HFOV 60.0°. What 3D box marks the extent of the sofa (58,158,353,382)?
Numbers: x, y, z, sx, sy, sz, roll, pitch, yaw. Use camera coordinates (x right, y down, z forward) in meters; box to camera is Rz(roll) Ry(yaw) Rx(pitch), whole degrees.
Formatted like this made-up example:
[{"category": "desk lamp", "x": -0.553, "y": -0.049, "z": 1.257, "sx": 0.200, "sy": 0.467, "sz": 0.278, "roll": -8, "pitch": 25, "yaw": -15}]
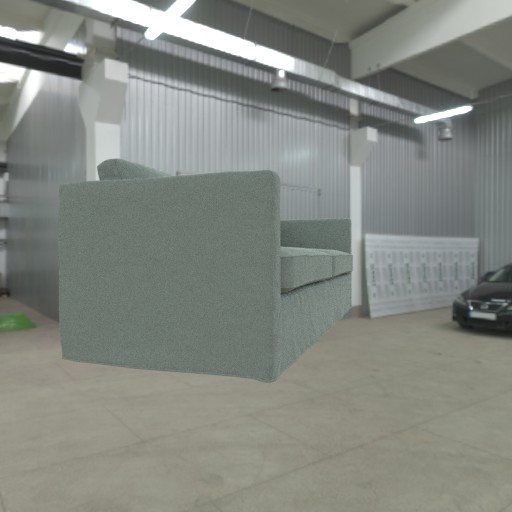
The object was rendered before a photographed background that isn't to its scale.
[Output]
[{"category": "sofa", "x": 0.000, "y": 0.000, "z": 2.732, "sx": 0.962, "sy": 0.853, "sz": 2.312, "roll": 0, "pitch": 0, "yaw": 19}]
